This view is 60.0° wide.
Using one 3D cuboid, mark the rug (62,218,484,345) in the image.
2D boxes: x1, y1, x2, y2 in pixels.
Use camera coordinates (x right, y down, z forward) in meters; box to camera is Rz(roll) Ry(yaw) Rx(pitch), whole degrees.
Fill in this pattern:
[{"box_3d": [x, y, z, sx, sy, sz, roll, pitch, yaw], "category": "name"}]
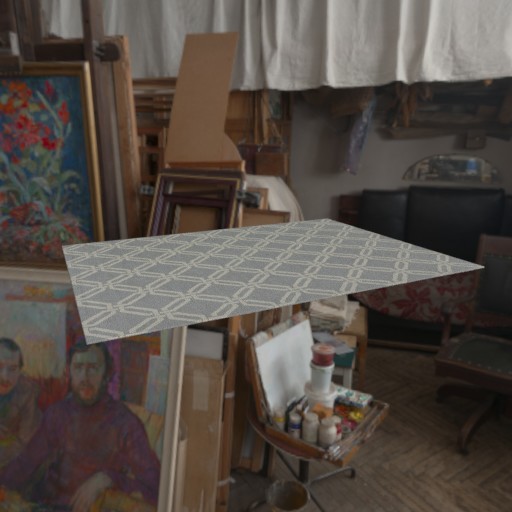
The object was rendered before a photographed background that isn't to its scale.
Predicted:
[{"box_3d": [0.000, 0.000, 4.307, 3.353, 0.013, 2.438, -8, 18, -25], "category": "rug"}]
